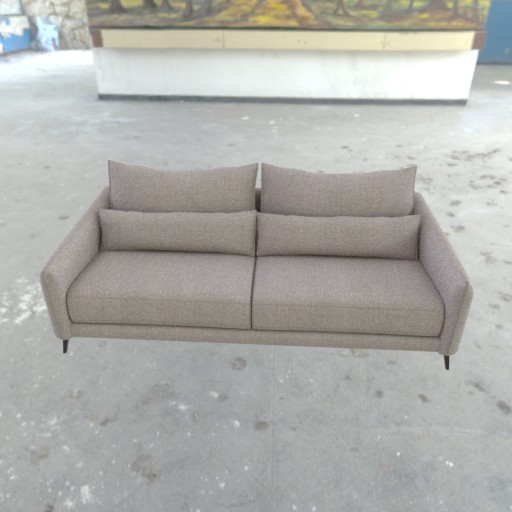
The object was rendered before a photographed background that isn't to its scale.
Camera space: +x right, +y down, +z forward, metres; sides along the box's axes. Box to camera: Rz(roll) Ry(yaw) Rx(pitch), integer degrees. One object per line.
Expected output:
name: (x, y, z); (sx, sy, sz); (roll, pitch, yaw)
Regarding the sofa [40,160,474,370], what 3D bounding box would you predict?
sofa: (0.000, 0.000, 2.380); (2.022, 0.833, 0.809); (2, 30, 3)
